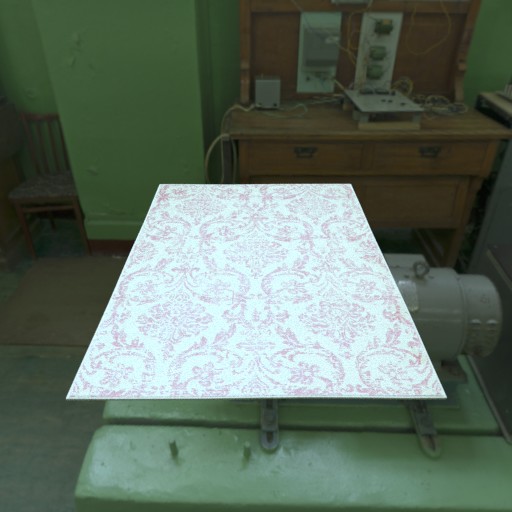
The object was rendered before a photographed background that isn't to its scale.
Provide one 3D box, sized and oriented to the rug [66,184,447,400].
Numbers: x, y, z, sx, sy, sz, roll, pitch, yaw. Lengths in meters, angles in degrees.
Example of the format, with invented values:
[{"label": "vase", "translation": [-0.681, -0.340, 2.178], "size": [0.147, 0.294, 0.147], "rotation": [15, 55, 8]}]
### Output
[{"label": "rug", "translation": [0.000, 0.000, 2.775], "size": [1.598, 0.014, 2.202], "rotation": [0, 33, 0]}]
